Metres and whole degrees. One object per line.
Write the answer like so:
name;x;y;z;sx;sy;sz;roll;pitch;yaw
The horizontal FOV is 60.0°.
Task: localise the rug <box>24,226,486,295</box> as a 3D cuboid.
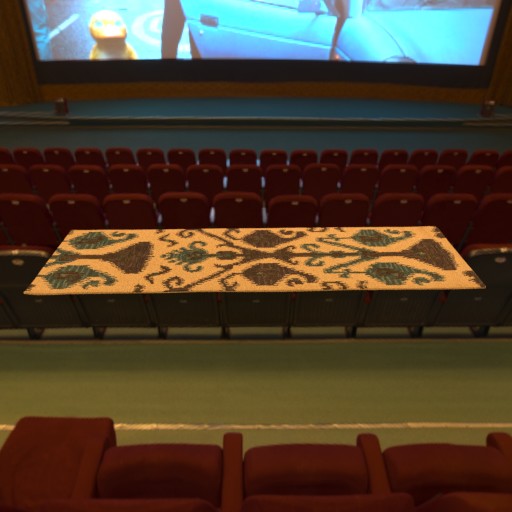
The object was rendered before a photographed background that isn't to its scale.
rug;0.000;0.000;2.492;2.301;0.017;0.692;-1;30;-1
